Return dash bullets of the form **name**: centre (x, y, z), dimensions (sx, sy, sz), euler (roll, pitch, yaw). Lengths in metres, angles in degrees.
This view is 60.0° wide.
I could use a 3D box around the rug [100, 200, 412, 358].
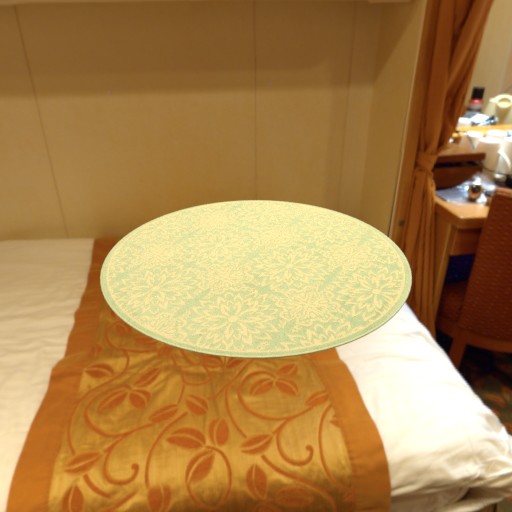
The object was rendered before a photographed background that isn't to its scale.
- **rug**: centre (0.000, 0.000, 2.370), dimensions (1.593, 0.012, 1.593), euler (0, 29, 0)
